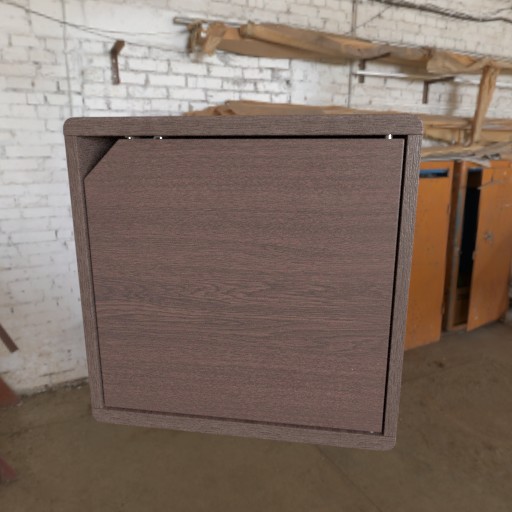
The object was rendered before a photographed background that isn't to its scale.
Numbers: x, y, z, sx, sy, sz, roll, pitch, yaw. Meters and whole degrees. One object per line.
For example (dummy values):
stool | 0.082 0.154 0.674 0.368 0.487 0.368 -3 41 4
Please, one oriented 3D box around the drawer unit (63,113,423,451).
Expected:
drawer unit | 0.000 0.000 0.592 0.344 0.344 0.290 2 14 9
